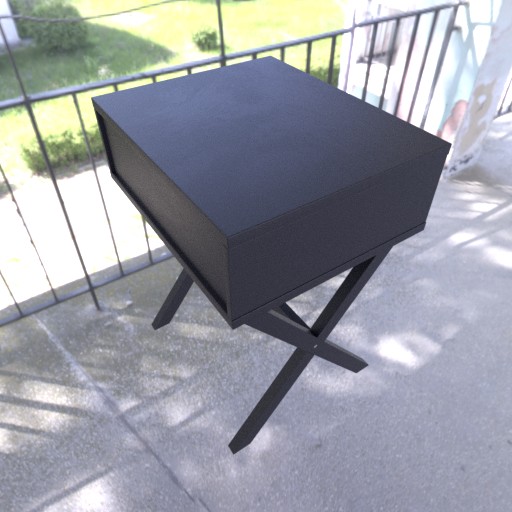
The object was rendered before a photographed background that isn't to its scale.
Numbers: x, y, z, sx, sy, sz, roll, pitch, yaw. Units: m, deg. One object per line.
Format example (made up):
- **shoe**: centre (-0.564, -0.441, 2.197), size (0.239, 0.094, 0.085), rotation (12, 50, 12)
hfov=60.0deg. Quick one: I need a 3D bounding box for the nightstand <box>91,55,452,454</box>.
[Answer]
- **nightstand**: centre (0.000, 0.000, 0.950), size (0.402, 0.623, 0.479), rotation (-24, 48, -24)
